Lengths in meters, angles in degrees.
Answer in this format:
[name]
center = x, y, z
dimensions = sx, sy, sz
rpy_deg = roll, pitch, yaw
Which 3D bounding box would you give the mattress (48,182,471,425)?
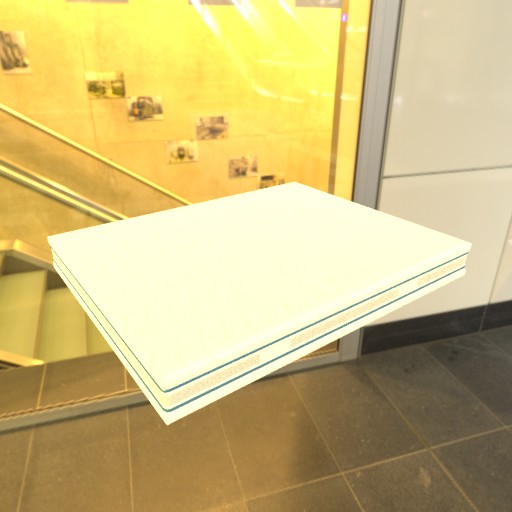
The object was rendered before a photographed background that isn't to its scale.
[mattress]
center = 0.000, 0.000, 2.711
dimensions = 2.000, 0.230, 1.600
rpy_deg = -18, 31, -32
